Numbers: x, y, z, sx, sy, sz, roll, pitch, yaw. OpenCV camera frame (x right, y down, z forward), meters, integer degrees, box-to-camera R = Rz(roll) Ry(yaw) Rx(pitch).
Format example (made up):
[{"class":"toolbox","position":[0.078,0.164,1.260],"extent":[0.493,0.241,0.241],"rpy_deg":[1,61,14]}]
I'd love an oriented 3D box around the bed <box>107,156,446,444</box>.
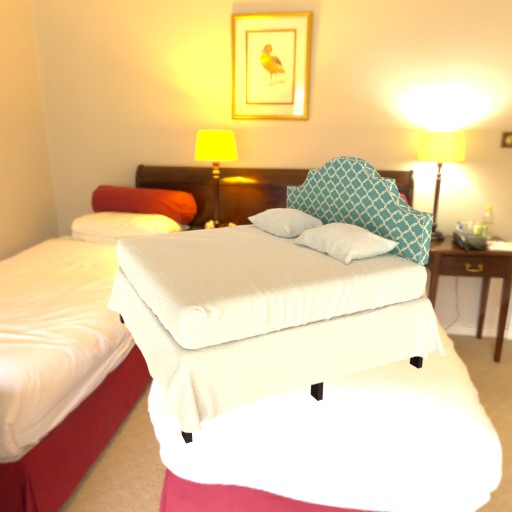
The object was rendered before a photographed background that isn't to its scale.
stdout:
[{"class":"bed","position":[0.000,0.000,3.761],"extent":[2.222,1.601,2.314],"rpy_deg":[-8,18,-26]}]
